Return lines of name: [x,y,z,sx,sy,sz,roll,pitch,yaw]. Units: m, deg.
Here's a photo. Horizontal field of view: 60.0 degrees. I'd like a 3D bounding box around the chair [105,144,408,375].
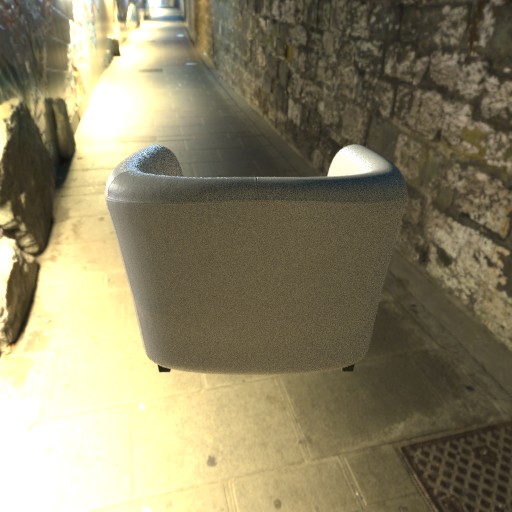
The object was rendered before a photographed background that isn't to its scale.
chair: [0.000,0.000,1.397,0.792,0.756,0.727,0,30,0]
